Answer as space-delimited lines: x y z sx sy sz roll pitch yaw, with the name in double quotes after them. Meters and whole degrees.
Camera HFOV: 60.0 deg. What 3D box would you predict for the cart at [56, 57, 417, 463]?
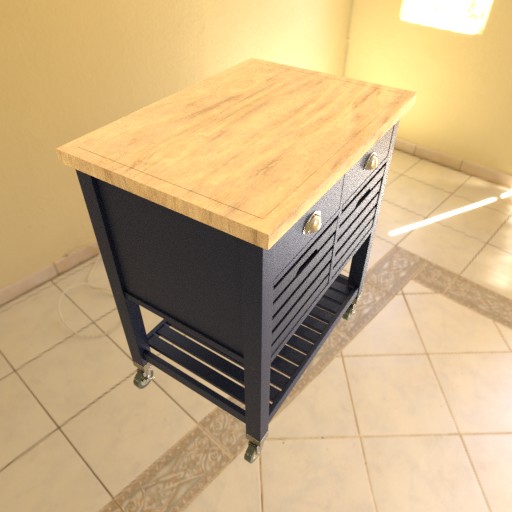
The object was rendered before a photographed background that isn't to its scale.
0.000 0.000 1.420 0.567 0.920 0.797 23 46 25 "cart"
